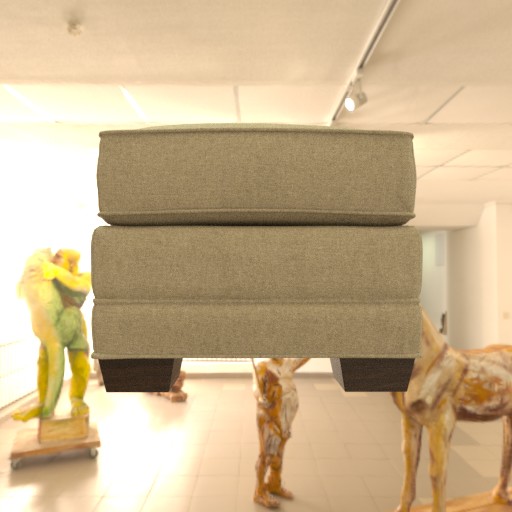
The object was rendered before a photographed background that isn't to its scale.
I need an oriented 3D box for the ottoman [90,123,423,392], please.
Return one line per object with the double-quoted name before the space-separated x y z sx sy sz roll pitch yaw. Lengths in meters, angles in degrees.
"ottoman" 0.000 0.000 1.186 0.611 0.508 0.848 0 -2 0
